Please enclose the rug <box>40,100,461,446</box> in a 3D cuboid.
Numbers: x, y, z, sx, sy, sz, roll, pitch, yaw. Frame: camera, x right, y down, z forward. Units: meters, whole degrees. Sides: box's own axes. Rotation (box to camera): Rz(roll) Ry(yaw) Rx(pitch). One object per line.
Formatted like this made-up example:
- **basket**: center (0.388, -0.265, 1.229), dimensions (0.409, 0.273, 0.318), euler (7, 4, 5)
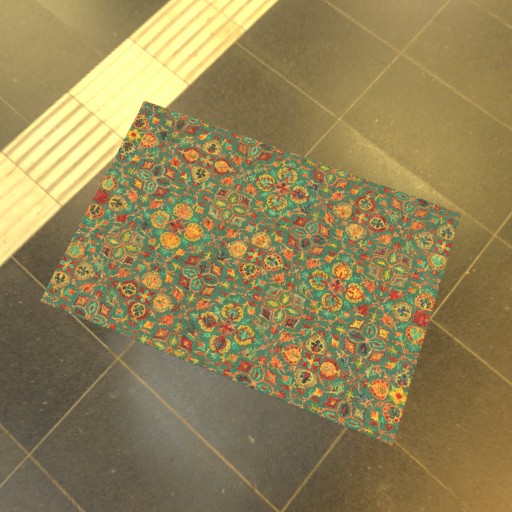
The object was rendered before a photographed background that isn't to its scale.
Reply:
- **rug**: center (0.000, 0.000, 2.830), dimensions (2.290, 0.016, 1.527), euler (21, 76, 5)
